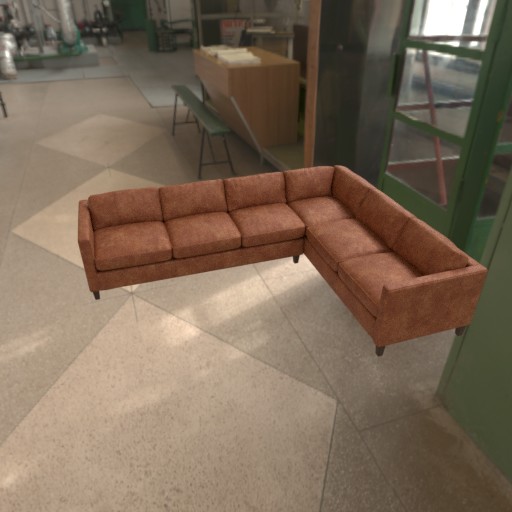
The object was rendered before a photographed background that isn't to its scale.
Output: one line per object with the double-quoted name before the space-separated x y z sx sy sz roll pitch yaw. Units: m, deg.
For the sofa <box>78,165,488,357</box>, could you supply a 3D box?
"sofa" 0.000 0.000 4.260 3.167 0.838 2.438 -10 33 -15
